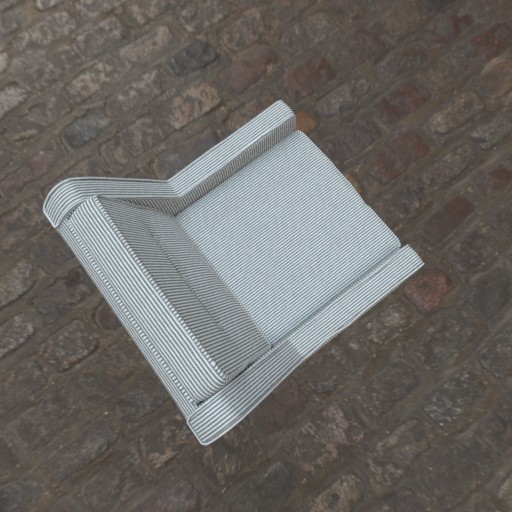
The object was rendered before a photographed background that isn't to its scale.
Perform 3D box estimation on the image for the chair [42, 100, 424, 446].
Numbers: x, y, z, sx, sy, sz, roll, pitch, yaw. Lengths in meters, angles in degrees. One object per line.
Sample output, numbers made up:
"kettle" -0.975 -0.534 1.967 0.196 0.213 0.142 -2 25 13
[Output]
"chair" 0.000 0.000 1.314 0.743 0.792 0.663 -36 79 -8
